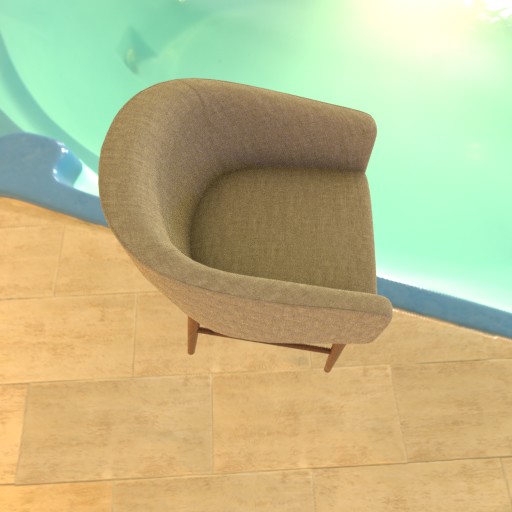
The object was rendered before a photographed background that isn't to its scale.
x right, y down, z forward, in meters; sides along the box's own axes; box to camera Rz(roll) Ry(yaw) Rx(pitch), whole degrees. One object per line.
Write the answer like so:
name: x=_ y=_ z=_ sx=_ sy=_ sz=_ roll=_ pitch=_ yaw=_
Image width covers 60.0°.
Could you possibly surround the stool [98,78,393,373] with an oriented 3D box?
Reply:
stool: x=0.000 y=0.000 z=1.321 sx=0.635 sy=0.952 sz=0.559 roll=3 pitch=64 yaw=1
